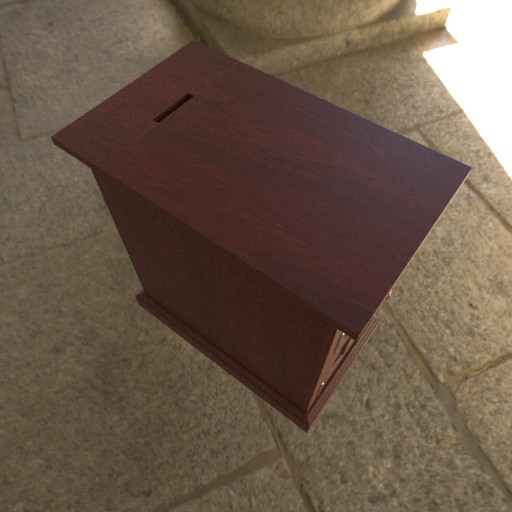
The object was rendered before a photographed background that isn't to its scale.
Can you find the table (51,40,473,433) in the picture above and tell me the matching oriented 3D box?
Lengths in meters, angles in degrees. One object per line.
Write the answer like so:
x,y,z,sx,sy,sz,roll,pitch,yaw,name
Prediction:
0.000,0.000,0.970,0.584,0.612,0.356,32,62,19,table
